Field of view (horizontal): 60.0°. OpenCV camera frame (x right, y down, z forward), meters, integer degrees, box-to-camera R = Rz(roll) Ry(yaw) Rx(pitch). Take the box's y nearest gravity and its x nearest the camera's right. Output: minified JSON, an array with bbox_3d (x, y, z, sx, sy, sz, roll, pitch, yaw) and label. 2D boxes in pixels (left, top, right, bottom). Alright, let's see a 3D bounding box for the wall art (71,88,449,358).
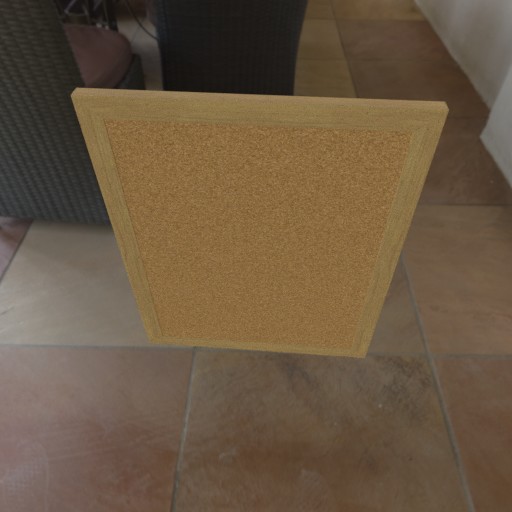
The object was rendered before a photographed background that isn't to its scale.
[{"bbox_3d":[0.000,0.000,0.747,0.460,0.561,0.020,3,46,3],"label":"wall art"}]
